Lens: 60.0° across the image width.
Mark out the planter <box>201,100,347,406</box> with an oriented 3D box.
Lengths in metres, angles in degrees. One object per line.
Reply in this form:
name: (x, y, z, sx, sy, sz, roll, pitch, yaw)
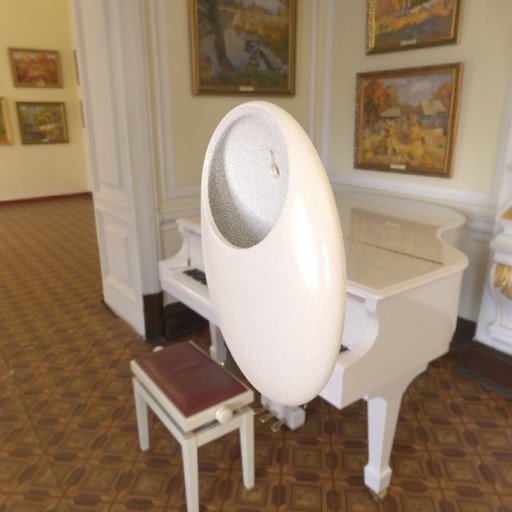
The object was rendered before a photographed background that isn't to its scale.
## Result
planter: (0.000, 0.000, 0.284, 0.043, 0.188, 0.185, -8, 19, -24)
